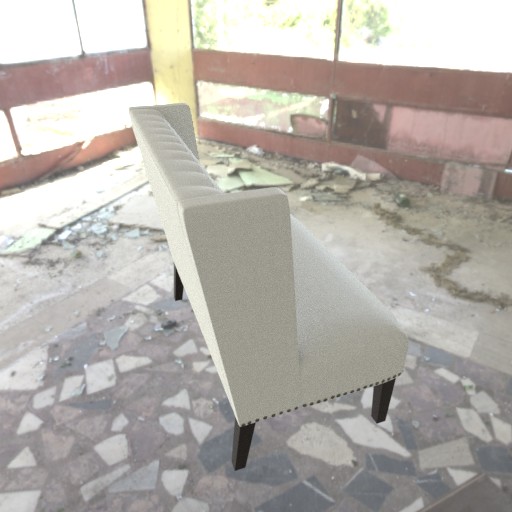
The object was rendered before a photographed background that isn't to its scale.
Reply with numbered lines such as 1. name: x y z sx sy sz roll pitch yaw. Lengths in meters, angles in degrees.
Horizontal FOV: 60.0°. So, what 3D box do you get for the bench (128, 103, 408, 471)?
1. bench: 0.000 0.000 2.002 0.847 1.123 1.280 -10 32 -17
